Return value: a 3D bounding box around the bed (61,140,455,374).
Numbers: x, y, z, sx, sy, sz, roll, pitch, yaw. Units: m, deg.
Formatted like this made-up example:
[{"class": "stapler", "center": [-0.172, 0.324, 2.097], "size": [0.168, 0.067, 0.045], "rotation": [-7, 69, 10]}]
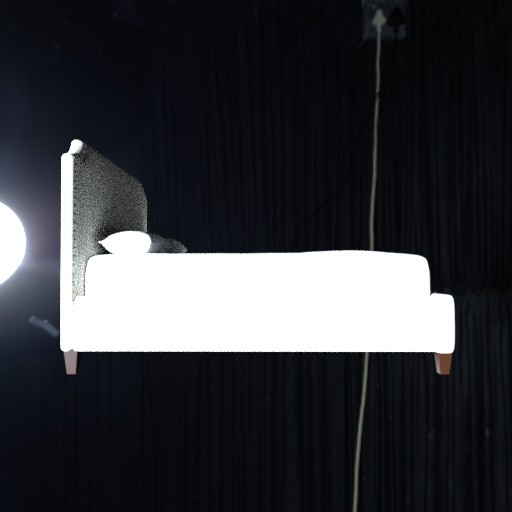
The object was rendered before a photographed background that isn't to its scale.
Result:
[{"class": "bed", "center": [0.000, 0.000, 3.465], "size": [2.365, 1.443, 1.712], "rotation": [0, -1, 0]}]
